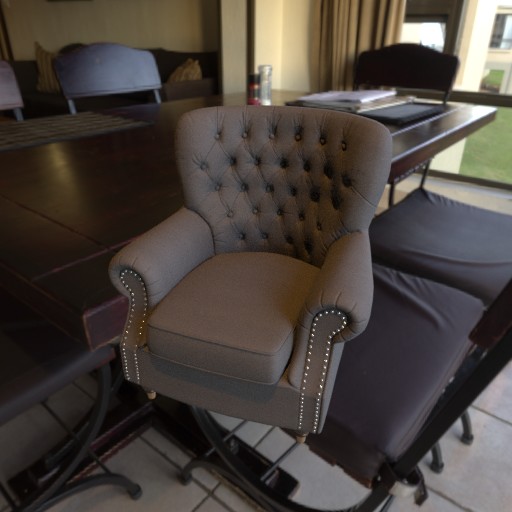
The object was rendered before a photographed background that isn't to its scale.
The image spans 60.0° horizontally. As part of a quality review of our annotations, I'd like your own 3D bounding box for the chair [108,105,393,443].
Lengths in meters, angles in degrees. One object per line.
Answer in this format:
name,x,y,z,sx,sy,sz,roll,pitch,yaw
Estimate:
chair,0.000,0.000,1.812,0.983,1.046,0.983,10,29,18
